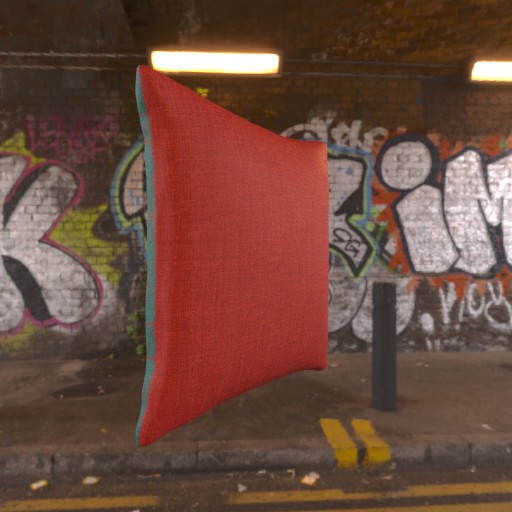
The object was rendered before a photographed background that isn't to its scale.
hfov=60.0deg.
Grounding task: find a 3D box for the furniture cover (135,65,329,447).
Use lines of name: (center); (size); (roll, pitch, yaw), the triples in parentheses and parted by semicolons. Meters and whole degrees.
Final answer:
furniture cover: (0.000, 0.000, 0.787); (0.158, 0.508, 0.517); (0, 0, 36)
